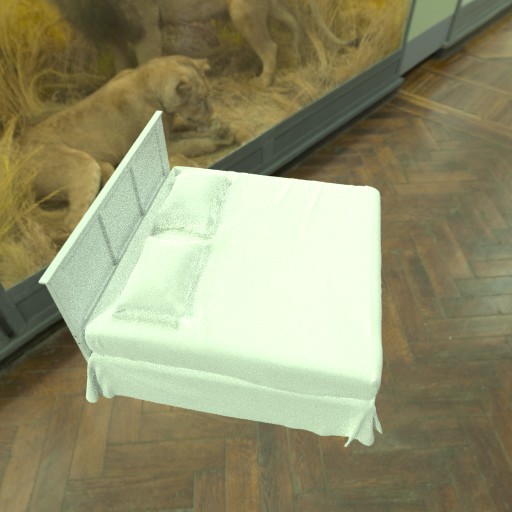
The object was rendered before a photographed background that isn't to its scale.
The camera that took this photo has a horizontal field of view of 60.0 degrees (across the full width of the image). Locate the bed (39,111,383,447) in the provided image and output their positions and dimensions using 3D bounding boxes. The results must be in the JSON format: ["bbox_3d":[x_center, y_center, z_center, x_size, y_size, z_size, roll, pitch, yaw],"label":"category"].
[{"bbox_3d":[0.000,0.000,3.551,2.215,1.273,2.317,8,47,7],"label":"bed"}]
